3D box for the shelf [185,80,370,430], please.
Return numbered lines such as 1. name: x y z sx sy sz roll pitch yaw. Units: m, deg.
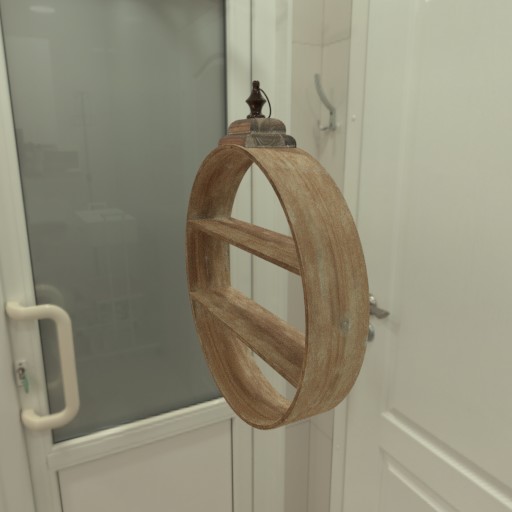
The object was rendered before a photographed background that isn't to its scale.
1. shelf: 0.000 0.000 0.974 0.125 0.725 0.601 -7 16 -27
